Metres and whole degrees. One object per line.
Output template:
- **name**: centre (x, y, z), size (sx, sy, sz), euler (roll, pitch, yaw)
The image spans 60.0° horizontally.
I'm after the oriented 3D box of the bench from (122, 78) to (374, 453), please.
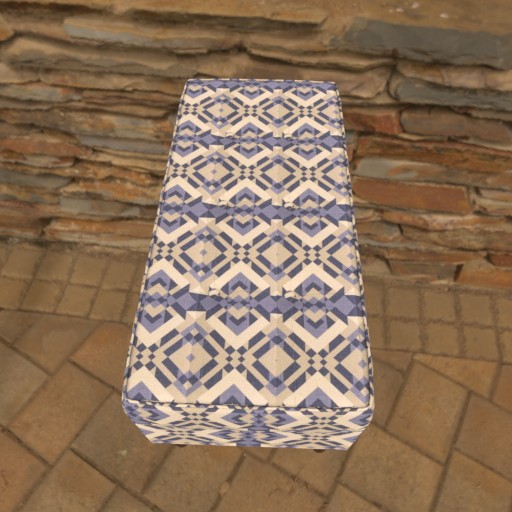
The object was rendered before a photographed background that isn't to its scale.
- **bench**: centre (0.000, 0.000, 1.273), size (0.492, 0.477, 1.016), euler (2, 55, 1)
